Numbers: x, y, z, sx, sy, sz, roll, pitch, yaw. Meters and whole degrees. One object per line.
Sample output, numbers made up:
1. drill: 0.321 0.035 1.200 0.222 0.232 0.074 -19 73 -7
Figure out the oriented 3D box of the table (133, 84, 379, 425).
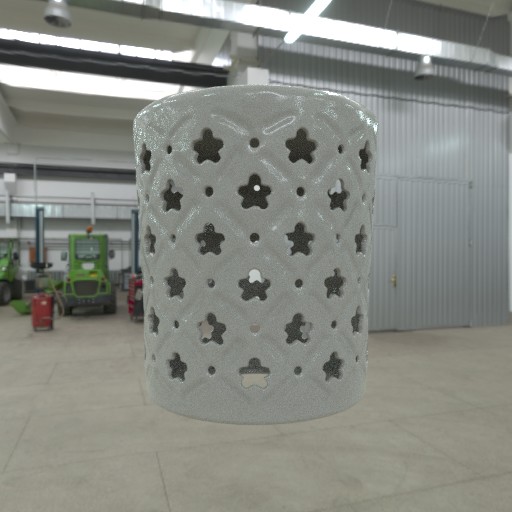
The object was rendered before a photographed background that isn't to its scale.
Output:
1. table: 0.000 0.000 0.658 0.352 0.387 0.352 0 0 0
